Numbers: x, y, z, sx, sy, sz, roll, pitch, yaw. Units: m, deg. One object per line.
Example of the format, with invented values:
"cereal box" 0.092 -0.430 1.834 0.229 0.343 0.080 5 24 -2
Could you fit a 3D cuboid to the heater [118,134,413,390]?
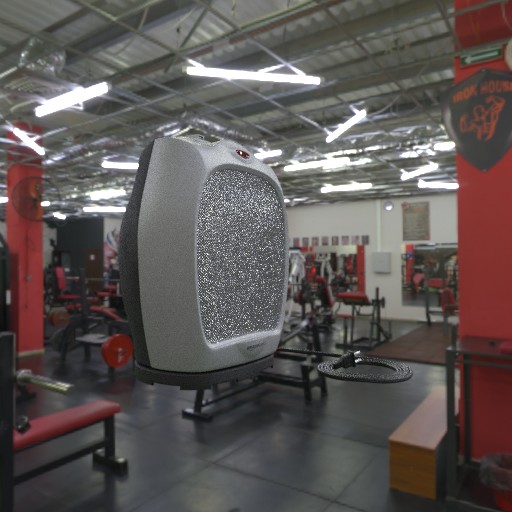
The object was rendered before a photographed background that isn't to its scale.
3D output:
"heater" 0.000 0.000 0.485 0.291 0.255 0.239 0 -1 37
